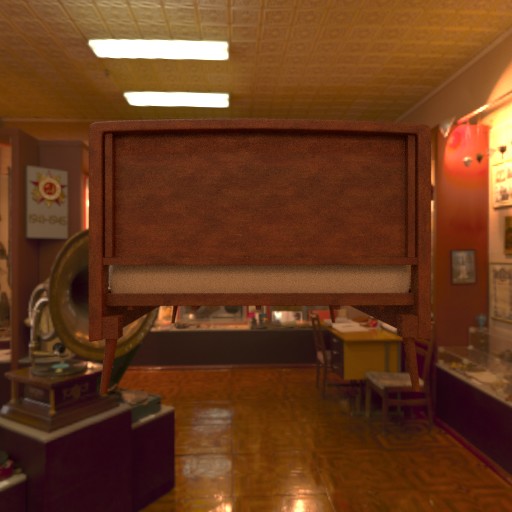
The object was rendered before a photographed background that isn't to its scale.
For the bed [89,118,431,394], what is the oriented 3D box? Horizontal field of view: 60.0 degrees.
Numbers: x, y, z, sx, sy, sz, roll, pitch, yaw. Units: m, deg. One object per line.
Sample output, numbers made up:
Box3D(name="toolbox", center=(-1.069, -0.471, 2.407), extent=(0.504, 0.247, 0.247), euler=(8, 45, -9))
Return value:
Box3D(name="bed", center=(0.000, 0.000, 3.144), extent=(1.587, 1.275, 2.196), euler=(0, 0, -1))
